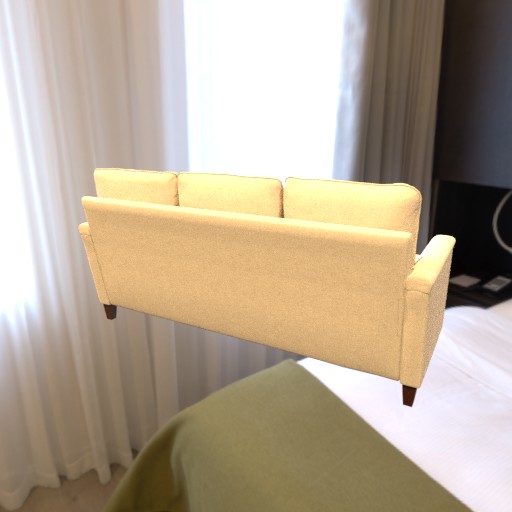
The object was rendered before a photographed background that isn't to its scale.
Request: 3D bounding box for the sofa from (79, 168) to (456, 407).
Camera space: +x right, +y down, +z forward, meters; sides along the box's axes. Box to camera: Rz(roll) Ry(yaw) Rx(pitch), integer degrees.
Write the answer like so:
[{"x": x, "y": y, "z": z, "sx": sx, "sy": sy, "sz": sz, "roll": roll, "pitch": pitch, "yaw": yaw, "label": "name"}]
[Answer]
[{"x": 0.000, "y": 0.000, "z": 2.440, "sx": 1.925, "sy": 0.961, "sz": 0.828, "roll": 9, "pitch": 19, "yaw": 28, "label": "sofa"}]
